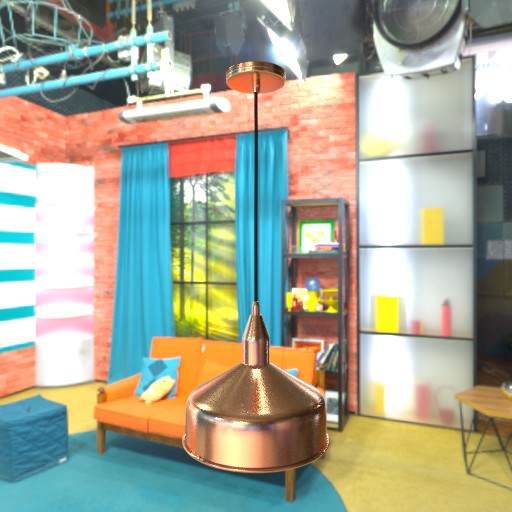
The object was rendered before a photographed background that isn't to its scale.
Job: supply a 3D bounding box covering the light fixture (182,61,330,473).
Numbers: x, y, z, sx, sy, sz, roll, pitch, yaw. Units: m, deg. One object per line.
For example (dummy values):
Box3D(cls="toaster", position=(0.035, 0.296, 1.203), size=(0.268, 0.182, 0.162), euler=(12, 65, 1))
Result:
Box3D(cls="light fixture", position=(0.000, 0.000, 0.917), size=(0.301, 0.754, 0.301), euler=(0, 0, -18))
